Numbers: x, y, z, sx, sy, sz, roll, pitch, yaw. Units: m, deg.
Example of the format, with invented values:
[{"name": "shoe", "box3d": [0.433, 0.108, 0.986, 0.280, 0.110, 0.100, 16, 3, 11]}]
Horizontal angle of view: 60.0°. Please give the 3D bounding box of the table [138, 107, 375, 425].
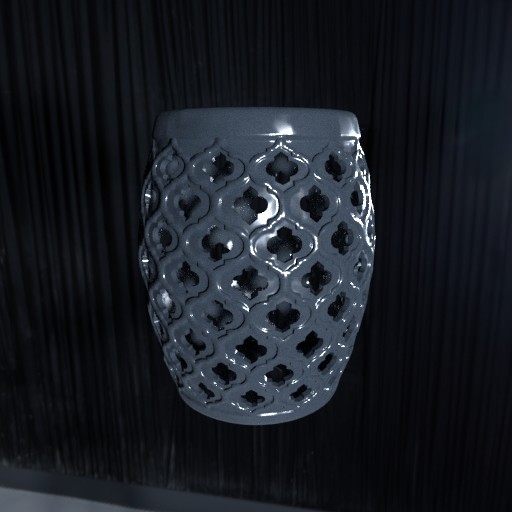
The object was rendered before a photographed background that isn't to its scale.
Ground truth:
[{"name": "table", "box3d": [0.000, 0.000, 0.634, 0.325, 0.388, 0.325, 0, 14, 0]}]
